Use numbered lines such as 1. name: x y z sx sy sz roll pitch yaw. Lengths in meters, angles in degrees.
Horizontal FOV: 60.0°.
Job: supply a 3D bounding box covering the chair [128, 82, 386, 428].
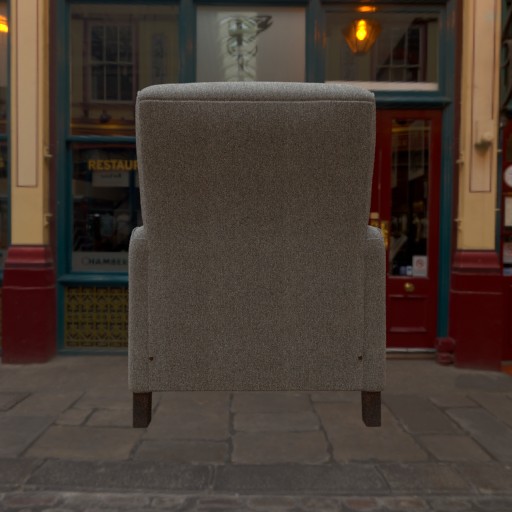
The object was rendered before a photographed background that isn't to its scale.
1. chair: 0.000 0.000 1.668 0.841 1.028 0.858 0 0 -1
